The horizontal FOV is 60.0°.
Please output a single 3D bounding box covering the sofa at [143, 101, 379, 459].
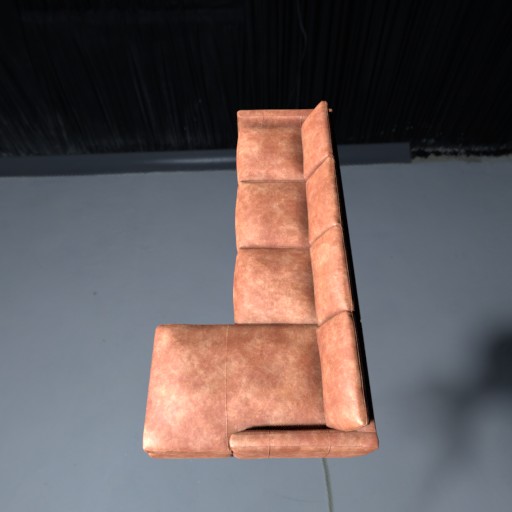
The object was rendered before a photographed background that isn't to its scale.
[{"bbox_3d":[0.000,0.000,3.608,1.471,0.859,2.993,0,59,0],"label":"sofa"}]
